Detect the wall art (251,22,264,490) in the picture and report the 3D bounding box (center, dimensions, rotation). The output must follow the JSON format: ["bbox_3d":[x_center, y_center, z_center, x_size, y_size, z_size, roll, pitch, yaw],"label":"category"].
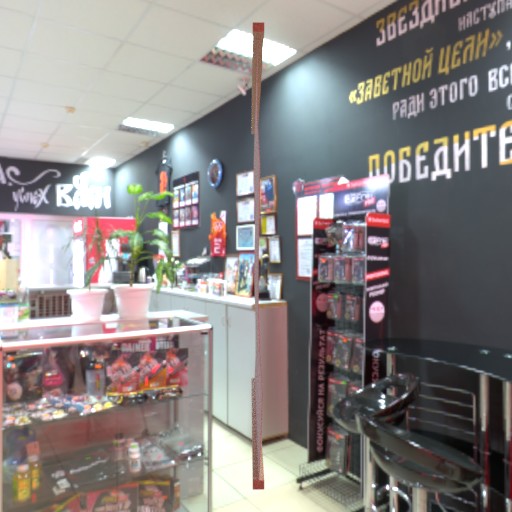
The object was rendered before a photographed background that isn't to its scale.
[{"bbox_3d":[0.000,0.000,0.685,0.013,0.508,0.406,0,0,-1],"label":"wall art"}]
